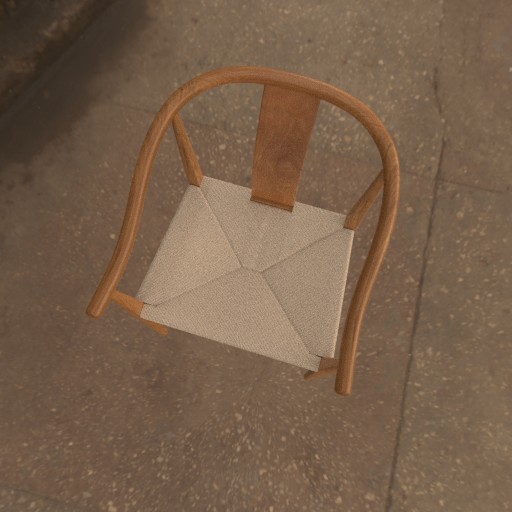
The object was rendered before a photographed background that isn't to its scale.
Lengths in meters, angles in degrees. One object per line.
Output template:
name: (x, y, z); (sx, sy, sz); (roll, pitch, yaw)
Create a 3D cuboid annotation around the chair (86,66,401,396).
chair: (0.000, 0.000, 1.204); (0.556, 0.800, 0.579); (16, 75, 4)
